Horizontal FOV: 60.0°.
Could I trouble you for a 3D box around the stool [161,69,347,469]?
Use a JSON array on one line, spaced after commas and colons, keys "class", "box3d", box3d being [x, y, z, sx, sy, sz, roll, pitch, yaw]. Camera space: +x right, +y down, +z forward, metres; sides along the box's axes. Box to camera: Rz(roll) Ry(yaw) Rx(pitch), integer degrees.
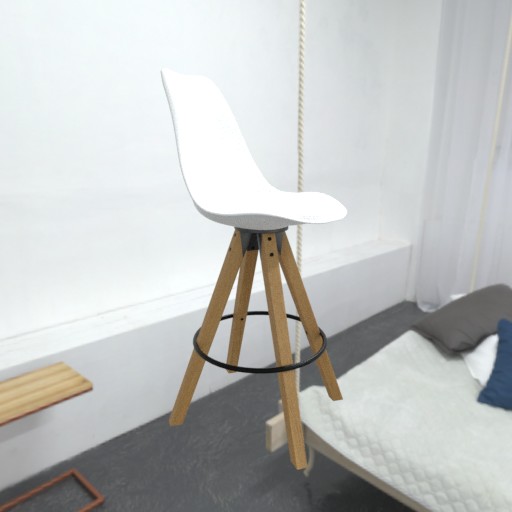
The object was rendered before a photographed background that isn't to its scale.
[{"class": "stool", "box3d": [0.000, 0.000, 1.411, 0.549, 1.115, 0.482, 7, 17, 25]}]
